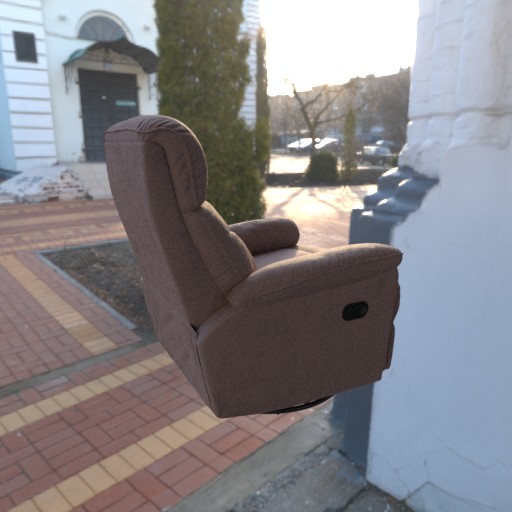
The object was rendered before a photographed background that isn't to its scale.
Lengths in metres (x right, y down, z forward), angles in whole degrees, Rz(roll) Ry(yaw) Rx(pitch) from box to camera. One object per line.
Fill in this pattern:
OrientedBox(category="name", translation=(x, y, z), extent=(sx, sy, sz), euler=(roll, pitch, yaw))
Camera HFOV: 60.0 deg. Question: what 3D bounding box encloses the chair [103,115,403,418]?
OrientedBox(category="chair", translation=(0.000, 0.000, 1.755), extent=(1.004, 1.037, 0.820), euler=(-8, 16, -27))
